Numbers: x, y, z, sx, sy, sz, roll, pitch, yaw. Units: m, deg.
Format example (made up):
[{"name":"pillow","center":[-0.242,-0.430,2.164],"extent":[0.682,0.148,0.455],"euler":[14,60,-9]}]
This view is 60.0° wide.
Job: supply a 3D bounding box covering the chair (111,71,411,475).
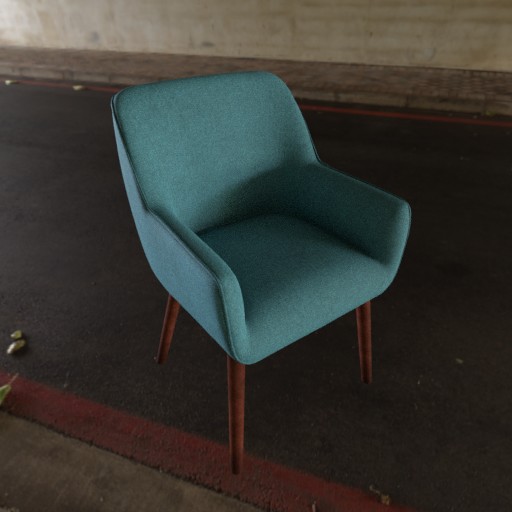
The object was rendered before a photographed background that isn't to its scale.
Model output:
[{"name":"chair","center":[0.000,0.000,1.135],"extent":[0.543,0.803,0.519],"euler":[-22,37,-31]}]
